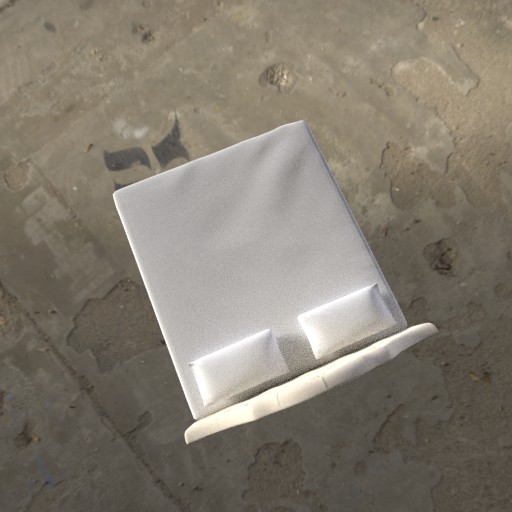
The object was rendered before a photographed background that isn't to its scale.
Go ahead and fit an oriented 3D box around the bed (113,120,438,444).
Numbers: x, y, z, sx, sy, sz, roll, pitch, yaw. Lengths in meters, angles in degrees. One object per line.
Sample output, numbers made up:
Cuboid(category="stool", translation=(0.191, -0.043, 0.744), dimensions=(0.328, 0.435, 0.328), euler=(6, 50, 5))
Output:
Cuboid(category="bed", translation=(0.000, 0.000, 3.626), dimensions=(2.008, 1.615, 2.214), euler=(-22, 77, -5))
